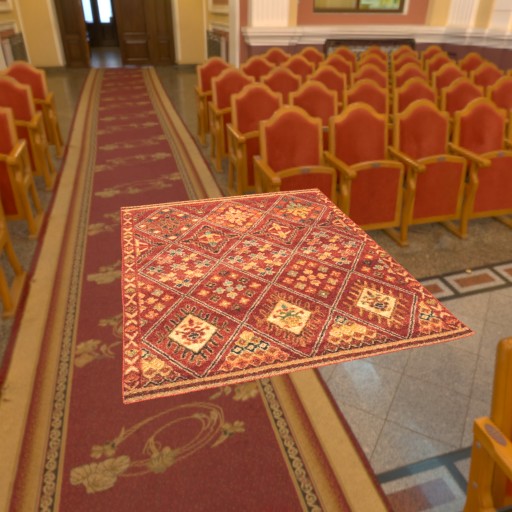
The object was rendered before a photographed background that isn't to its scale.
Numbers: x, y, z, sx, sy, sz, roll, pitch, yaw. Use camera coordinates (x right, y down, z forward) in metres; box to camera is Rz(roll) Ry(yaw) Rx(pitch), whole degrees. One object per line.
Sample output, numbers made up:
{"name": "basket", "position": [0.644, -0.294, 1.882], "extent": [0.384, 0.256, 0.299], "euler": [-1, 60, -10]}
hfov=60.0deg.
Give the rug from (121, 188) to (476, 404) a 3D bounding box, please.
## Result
{"name": "rug", "position": [0.000, 0.000, 4.234], "extent": [2.489, 0.030, 3.086], "euler": [-8, 31, -13]}
